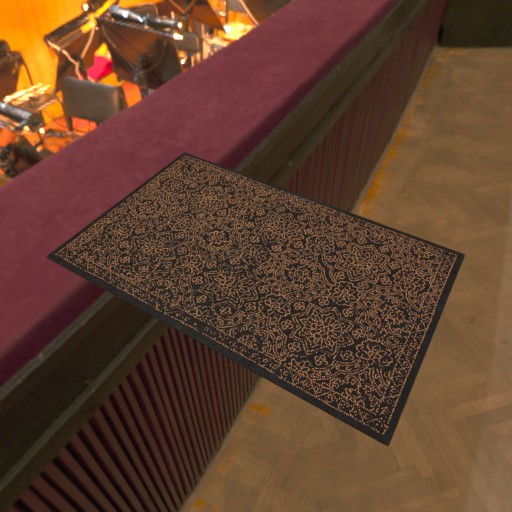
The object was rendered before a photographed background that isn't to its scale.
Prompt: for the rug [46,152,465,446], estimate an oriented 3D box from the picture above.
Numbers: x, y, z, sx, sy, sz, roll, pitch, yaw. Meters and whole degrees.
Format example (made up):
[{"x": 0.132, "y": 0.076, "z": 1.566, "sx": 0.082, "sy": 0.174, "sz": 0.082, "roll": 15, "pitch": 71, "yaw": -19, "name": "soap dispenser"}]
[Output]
[{"x": 0.000, "y": 0.000, "z": 3.041, "sx": 2.441, "sy": 0.015, "sz": 1.526, "roll": 24, "pitch": 50, "yaw": 22, "name": "rug"}]
